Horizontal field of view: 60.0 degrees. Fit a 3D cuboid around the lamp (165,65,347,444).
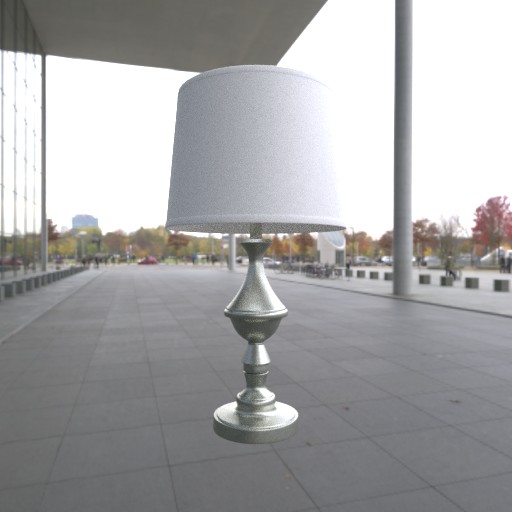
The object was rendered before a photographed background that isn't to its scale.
[{"bbox_3d":[0.000,0.000,0.954,0.383,0.733,0.383,0,0,0],"label":"lamp"}]
